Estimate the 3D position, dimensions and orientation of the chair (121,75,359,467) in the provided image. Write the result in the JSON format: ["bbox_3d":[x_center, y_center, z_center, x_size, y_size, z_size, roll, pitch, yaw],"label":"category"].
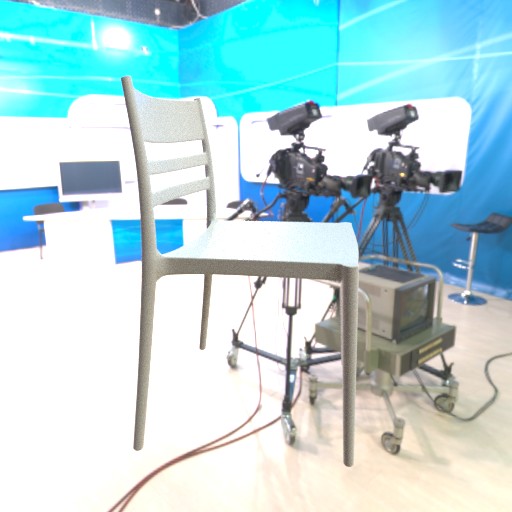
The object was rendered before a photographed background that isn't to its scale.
[{"bbox_3d":[0.000,0.000,1.118,0.511,0.800,0.531,3,15,10],"label":"chair"}]
